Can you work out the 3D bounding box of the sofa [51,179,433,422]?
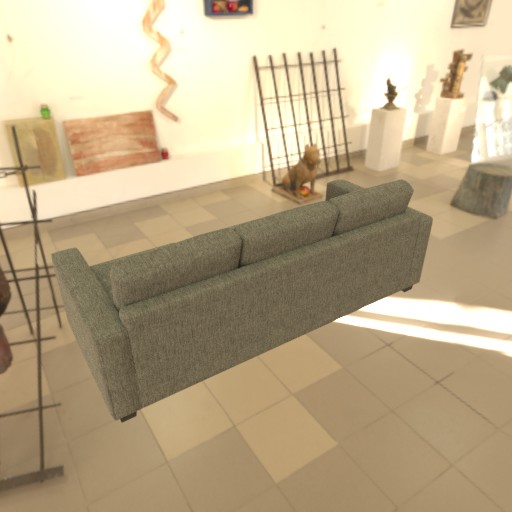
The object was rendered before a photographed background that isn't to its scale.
[{"bbox_3d":[0.000,0.000,2.717,2.160,0.800,0.900,-18,35,-28],"label":"sofa"}]
